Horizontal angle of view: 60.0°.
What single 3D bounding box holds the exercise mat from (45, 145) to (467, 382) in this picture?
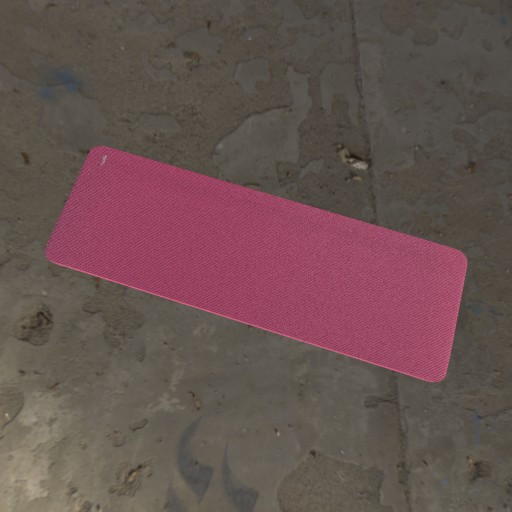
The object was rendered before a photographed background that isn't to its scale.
[{"bbox_3d":[0.000,0.000,2.045,1.884,0.021,0.616,17,77,4],"label":"exercise mat"}]
